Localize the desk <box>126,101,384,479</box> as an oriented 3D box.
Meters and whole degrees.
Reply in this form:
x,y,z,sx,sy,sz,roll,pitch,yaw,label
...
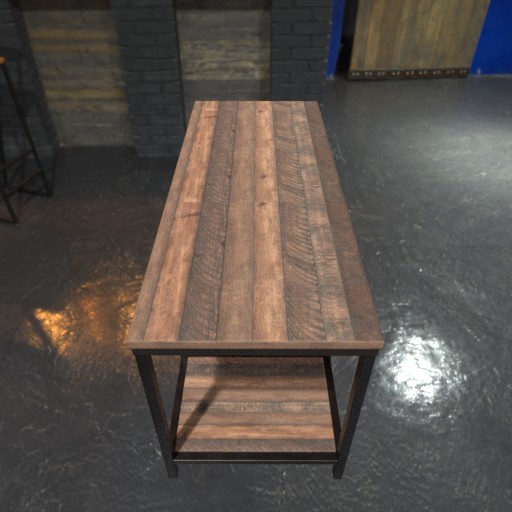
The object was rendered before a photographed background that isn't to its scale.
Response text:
x,y,z,sx,sy,sz,roll,pitch,yaw,label
0.000,0.000,1.890,0.617,0.753,1.538,0,40,0,desk
